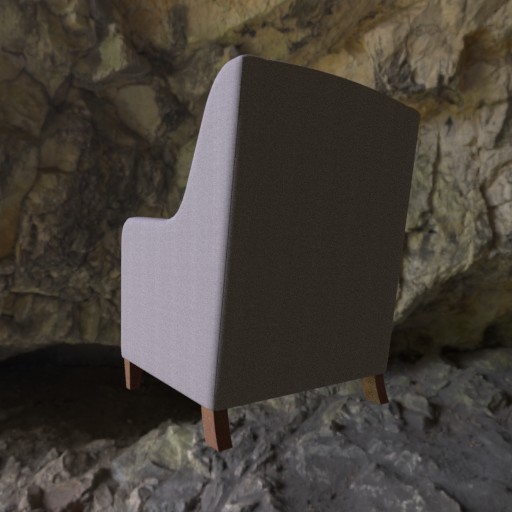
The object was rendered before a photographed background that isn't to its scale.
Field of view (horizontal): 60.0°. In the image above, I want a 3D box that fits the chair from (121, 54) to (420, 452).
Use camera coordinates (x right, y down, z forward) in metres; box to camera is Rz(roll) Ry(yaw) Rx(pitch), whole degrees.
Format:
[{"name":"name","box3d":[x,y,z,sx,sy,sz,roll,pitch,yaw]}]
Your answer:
[{"name":"chair","box3d":[0.000,0.000,1.599,0.715,1.017,0.890,0,-1,-35]}]
